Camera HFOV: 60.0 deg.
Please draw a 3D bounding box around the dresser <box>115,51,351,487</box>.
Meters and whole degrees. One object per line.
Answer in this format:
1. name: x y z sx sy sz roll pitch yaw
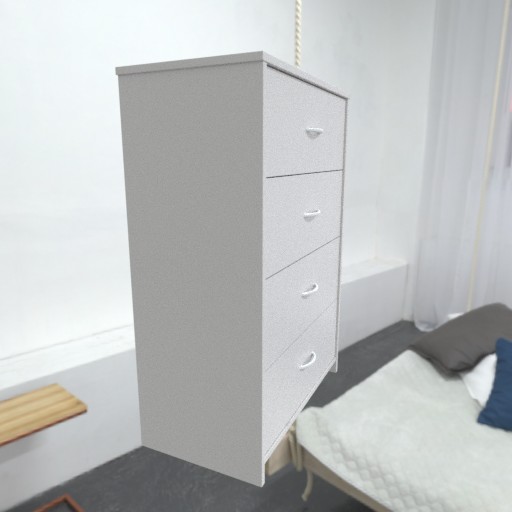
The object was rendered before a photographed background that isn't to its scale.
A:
1. dresser: 0.000 0.000 1.385 0.401 1.021 0.704 6 14 25
